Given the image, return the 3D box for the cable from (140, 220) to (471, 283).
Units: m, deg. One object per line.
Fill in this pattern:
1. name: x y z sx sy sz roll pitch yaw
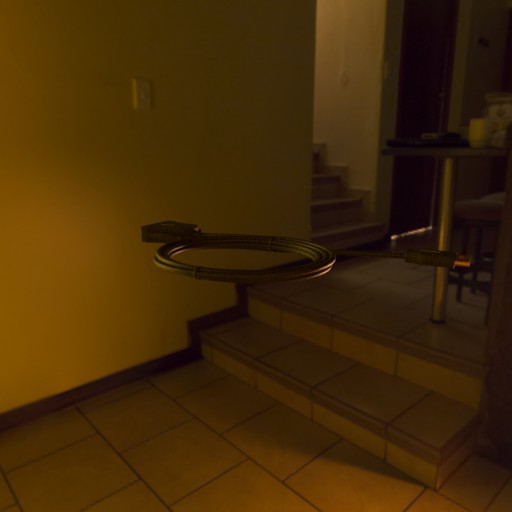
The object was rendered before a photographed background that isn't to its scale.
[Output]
1. cable: 0.000 0.000 0.327 0.281 0.015 0.136 7 15 27
